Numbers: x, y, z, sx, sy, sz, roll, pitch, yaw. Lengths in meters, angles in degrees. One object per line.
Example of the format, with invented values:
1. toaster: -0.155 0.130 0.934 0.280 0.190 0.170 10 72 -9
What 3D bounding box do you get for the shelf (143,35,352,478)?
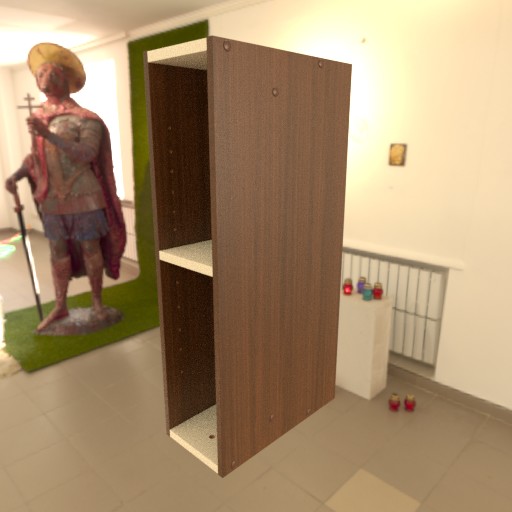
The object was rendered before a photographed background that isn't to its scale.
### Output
1. shelf: 0.000 0.000 0.728 0.147 0.600 0.290 14 21 42
